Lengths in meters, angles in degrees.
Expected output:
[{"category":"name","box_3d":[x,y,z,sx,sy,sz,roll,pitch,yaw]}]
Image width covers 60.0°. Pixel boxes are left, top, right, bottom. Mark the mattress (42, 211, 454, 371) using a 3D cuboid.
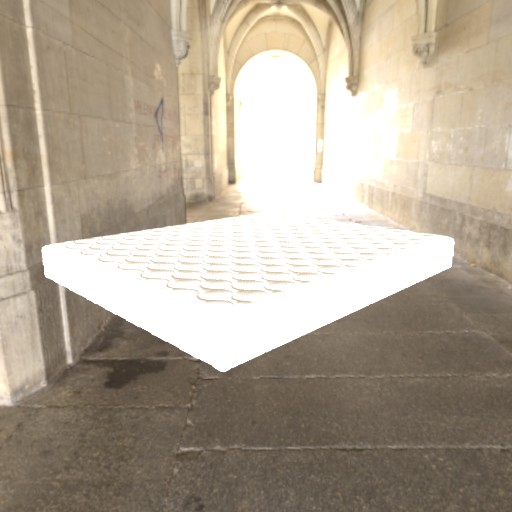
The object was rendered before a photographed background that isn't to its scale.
[{"category":"mattress","box_3d":[0.000,0.000,2.660,1.900,0.200,1.600,-14,19,-43]}]
